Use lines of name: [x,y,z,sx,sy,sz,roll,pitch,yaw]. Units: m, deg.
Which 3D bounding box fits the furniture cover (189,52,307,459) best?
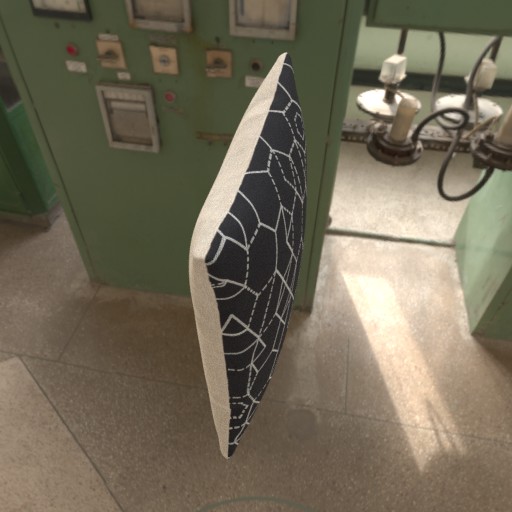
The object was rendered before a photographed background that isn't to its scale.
furniture cover: [0.000,0.000,0.776,0.158,0.508,0.517,8,46,8]
